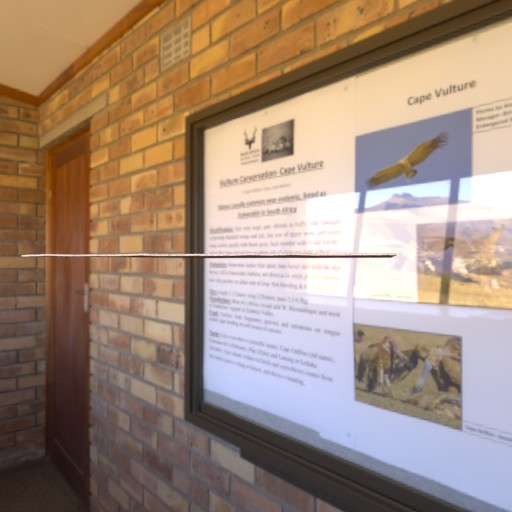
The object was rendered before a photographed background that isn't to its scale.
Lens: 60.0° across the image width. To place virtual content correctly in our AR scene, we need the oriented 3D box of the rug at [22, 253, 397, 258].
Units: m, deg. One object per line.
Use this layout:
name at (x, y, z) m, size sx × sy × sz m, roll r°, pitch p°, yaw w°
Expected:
rug at (0.000, 0.000, 3.306) m, size 1.964 × 0.025 × 2.455 m, roll 0°, pitch -1°, yaw 16°
